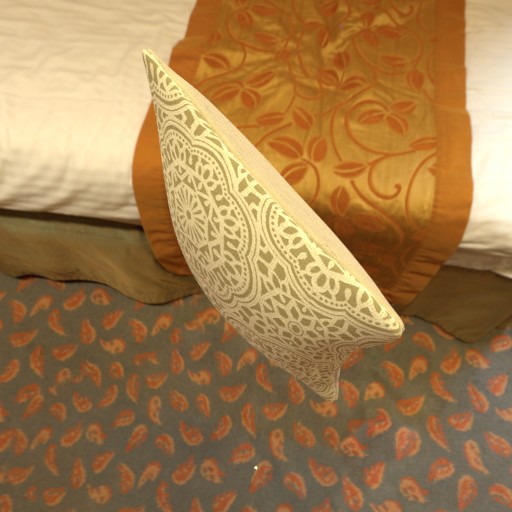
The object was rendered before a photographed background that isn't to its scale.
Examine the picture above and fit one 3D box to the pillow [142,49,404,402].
[{"bbox_3d":[0.000,0.000,0.639,0.167,0.421,0.438,-34,69,-15],"label":"pillow"}]
